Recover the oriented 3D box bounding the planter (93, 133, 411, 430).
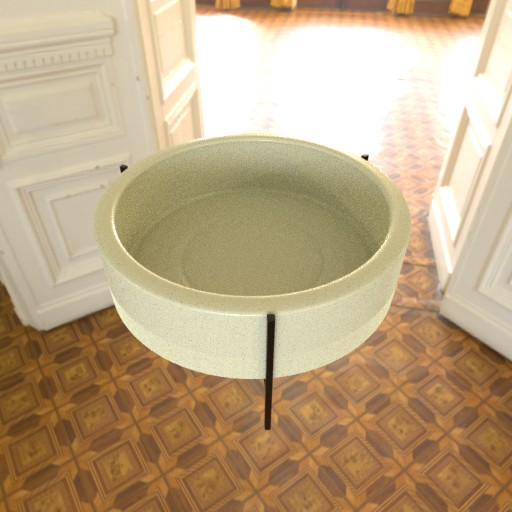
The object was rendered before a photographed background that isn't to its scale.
[{"bbox_3d":[0.000,0.000,0.539,0.345,0.171,0.336,-25,46,-26],"label":"planter"}]
